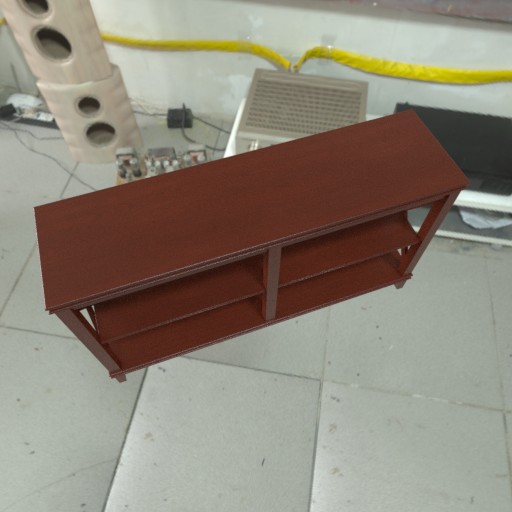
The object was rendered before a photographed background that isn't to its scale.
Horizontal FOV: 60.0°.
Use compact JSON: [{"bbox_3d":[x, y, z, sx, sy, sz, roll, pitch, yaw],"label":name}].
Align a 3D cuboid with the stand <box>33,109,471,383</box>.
[{"bbox_3d":[0.000,0.000,1.760,1.372,0.762,0.381,-17,60,-10],"label":"stand"}]
